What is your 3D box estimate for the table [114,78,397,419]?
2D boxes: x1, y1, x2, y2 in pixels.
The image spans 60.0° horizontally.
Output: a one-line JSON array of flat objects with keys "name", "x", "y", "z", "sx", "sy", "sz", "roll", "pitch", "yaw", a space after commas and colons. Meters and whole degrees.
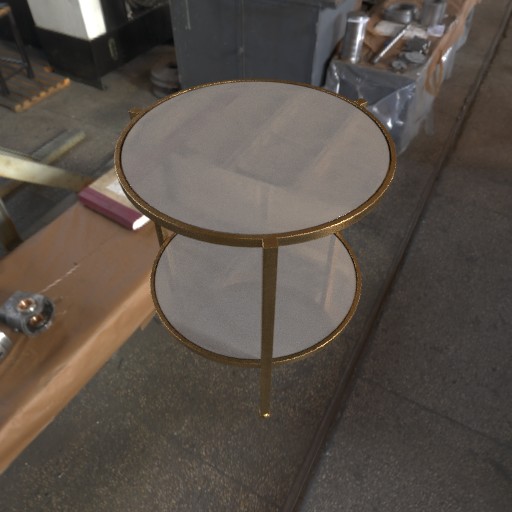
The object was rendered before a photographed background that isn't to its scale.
[{"name": "table", "x": 0.000, "y": 0.000, "z": 0.466, "sx": 0.231, "sy": 0.269, "sz": 0.243, "roll": -3, "pitch": 47, "yaw": -3}]
